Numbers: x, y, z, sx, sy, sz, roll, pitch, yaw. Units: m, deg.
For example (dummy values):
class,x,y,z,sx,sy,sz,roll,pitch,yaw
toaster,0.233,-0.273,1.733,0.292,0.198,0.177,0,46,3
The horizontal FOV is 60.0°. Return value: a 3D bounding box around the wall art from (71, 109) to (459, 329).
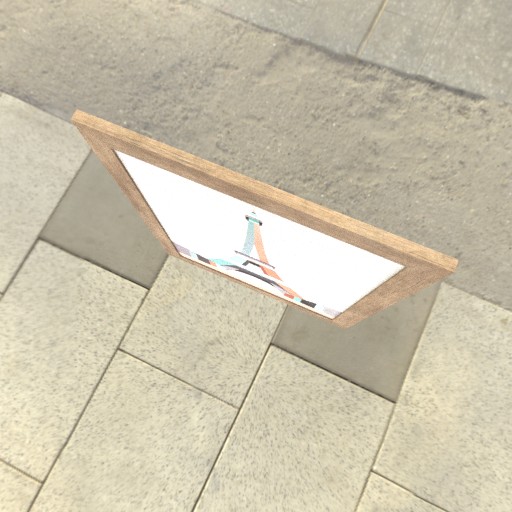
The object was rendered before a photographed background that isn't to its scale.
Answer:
class,x,y,z,sx,sy,sz,roll,pitch,yaw
wall art,0.000,0.000,0.900,0.534,0.686,0.018,23,76,6
